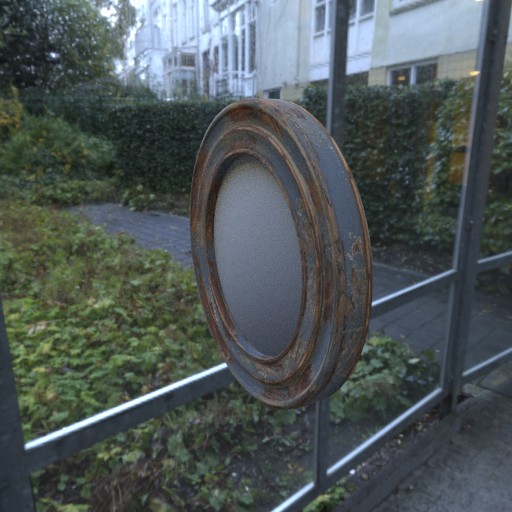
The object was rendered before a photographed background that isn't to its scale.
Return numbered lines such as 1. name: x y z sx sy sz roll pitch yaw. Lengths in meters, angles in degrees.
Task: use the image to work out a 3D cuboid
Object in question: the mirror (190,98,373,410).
1. mirror: 0.000 0.000 0.873 0.061 0.585 0.585 -9 18 -28
